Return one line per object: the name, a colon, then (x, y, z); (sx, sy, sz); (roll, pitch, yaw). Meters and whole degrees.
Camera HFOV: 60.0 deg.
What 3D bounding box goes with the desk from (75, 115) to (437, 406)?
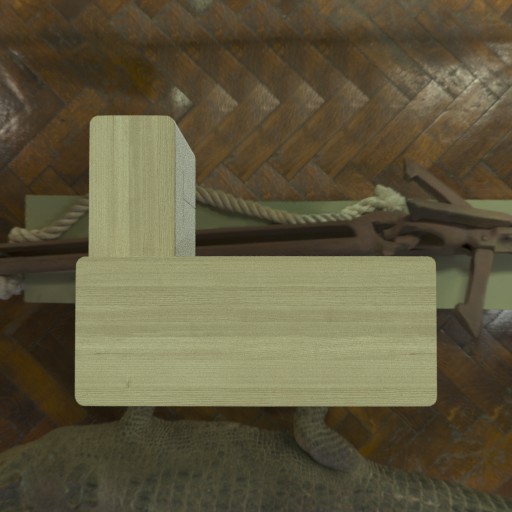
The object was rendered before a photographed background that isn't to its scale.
desk: (0.000, 0.000, 2.107); (1.400, 0.770, 1.175); (0, 89, 0)
